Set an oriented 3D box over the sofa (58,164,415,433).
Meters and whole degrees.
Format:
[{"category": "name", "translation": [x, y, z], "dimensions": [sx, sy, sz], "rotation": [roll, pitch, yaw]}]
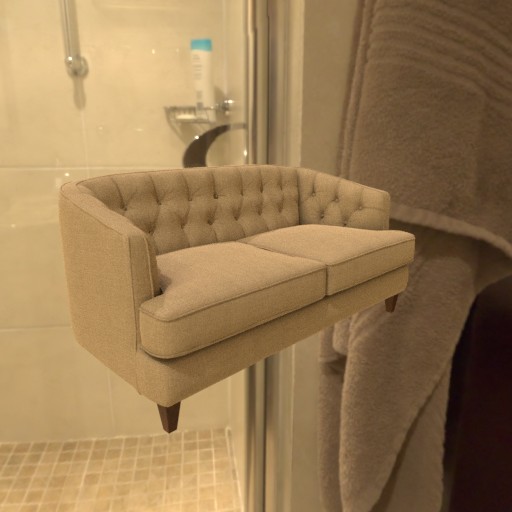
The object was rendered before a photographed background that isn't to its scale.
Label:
[{"category": "sofa", "translation": [0.000, 0.000, 2.258], "dimensions": [0.941, 0.855, 1.733], "rotation": [14, 21, 43]}]
